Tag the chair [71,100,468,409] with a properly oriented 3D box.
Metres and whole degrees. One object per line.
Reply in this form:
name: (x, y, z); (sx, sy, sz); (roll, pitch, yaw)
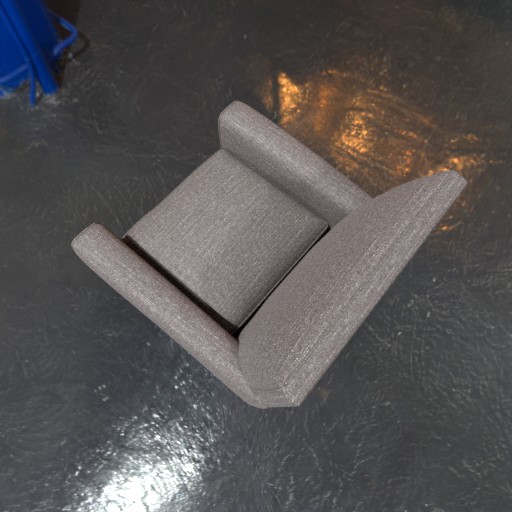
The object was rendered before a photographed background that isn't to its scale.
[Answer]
chair: (0.000, 0.000, 1.579); (0.875, 0.885, 0.838); (37, 69, 17)
